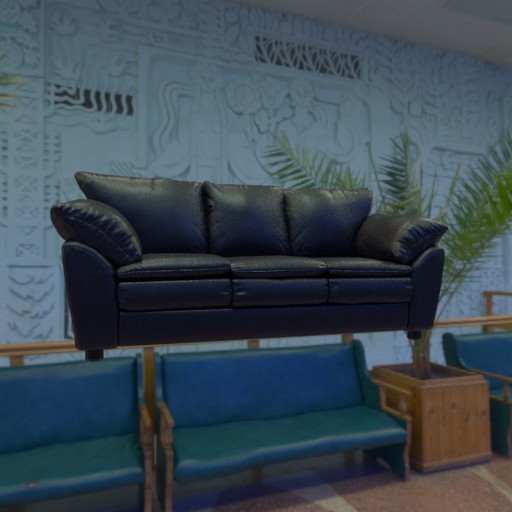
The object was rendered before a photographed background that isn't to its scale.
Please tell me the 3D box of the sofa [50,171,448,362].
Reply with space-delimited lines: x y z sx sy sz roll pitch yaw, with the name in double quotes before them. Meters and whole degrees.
"sofa" 0.000 0.000 2.842 2.336 1.073 0.880 0 -1 -19
